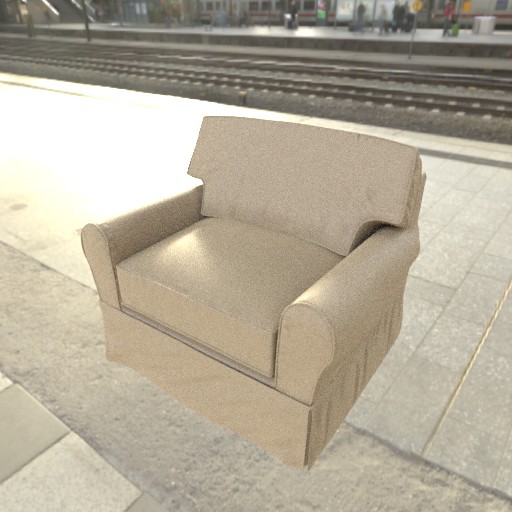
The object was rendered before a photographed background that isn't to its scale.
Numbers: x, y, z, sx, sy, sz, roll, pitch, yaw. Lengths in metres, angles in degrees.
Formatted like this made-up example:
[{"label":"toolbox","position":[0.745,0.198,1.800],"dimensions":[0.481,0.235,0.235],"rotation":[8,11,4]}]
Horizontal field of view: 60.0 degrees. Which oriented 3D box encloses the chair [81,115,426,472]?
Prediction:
[{"label":"chair","position":[0.000,0.000,1.772],"dimensions":[1.096,0.937,0.903],"rotation":[19,34,30]}]
